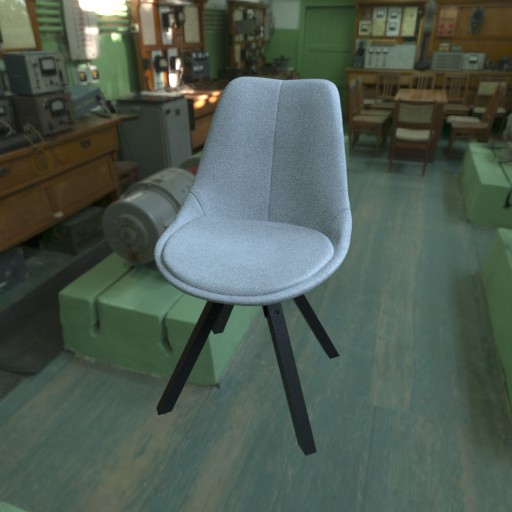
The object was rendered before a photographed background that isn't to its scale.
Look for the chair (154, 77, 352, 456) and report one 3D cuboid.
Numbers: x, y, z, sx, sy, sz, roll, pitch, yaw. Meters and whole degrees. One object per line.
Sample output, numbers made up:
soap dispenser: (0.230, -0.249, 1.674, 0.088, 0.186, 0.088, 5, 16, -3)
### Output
chair: (0.000, 0.000, 1.195, 0.485, 0.850, 0.550, 8, 29, 15)
